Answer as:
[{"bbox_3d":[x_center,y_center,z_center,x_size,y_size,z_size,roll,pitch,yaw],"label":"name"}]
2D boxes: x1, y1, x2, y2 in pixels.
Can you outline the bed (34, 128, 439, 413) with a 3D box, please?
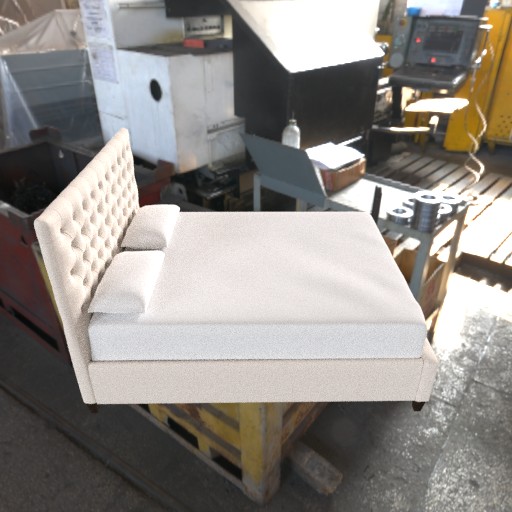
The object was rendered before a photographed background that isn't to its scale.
[{"bbox_3d":[0.000,0.000,3.249,2.233,1.426,1.696,0,31,0],"label":"bed"}]
